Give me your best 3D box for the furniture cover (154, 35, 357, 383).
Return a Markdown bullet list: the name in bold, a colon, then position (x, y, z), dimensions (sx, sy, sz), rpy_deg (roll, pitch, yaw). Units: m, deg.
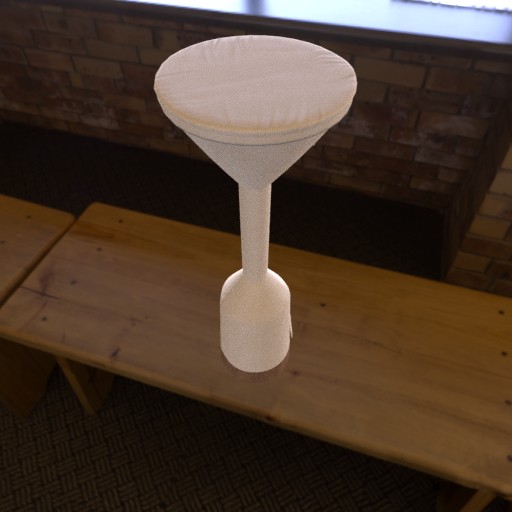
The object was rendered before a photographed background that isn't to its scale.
- **furniture cover**: position (0.000, 0.000, 2.882), dimensions (0.914, 2.413, 0.914), rpy_deg (-10, 48, -9)
